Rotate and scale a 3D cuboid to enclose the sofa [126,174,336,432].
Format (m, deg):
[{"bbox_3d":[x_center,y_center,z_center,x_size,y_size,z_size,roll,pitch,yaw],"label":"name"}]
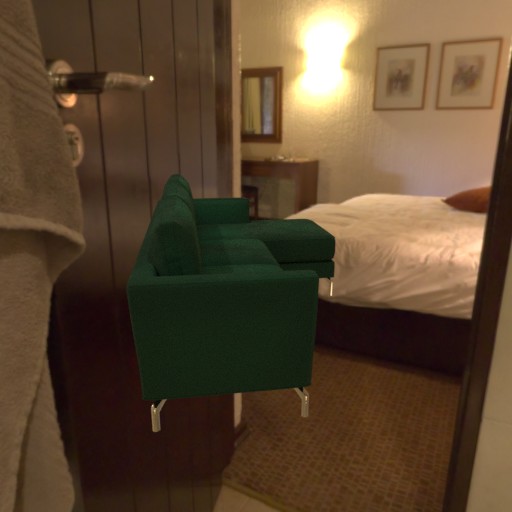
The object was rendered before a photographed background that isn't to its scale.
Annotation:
[{"bbox_3d":[0.000,0.000,3.187,1.489,1.007,2.441,-2,16,-8],"label":"sofa"}]
